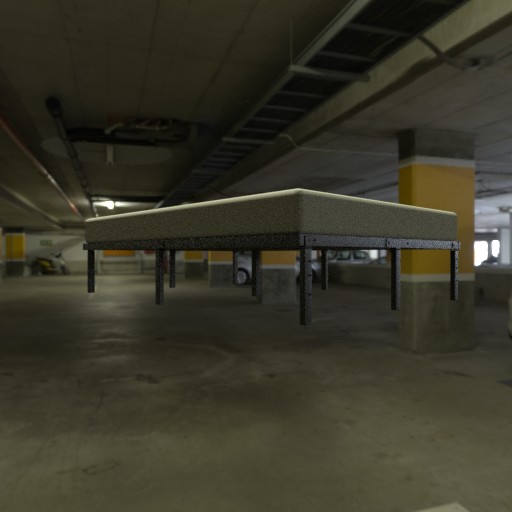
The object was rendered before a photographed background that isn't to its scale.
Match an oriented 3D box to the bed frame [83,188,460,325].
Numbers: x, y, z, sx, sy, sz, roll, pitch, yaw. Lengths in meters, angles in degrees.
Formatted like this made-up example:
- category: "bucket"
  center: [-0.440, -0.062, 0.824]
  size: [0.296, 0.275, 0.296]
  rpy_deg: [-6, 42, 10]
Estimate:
- category: "bed frame"
  center: [0.000, 0.000, 3.754]
  size: [2.205, 0.680, 2.842]
  rpy_deg: [0, 0, -36]
